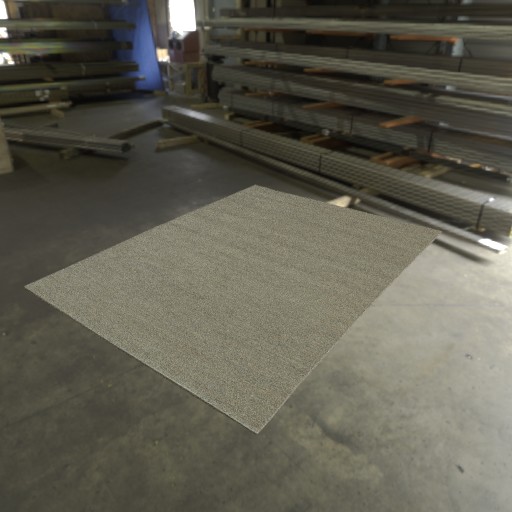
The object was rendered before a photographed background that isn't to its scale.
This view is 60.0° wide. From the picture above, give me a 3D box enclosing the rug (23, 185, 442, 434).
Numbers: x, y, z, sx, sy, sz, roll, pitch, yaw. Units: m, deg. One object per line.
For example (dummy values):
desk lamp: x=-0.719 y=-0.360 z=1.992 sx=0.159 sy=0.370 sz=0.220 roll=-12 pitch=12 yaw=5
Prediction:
rug: x=0.000 y=0.000 z=4.685 sx=2.757 sy=0.051 sz=3.626 roll=20 pitch=34 yaw=32
